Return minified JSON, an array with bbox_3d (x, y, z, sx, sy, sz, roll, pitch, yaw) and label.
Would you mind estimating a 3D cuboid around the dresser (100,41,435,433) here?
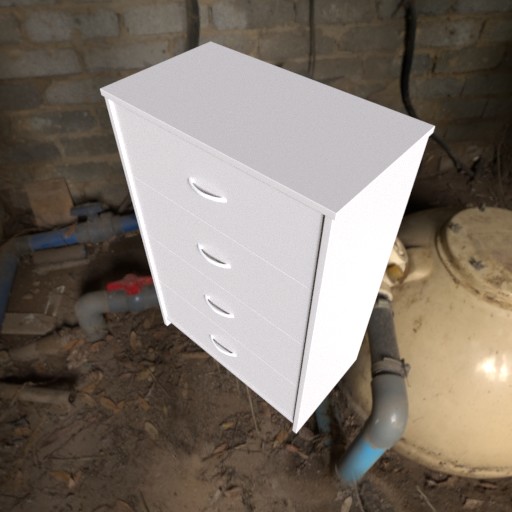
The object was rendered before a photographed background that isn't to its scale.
[{"bbox_3d":[0.000,0.000,1.410,0.704,1.021,0.401,33,55,27],"label":"dresser"}]
